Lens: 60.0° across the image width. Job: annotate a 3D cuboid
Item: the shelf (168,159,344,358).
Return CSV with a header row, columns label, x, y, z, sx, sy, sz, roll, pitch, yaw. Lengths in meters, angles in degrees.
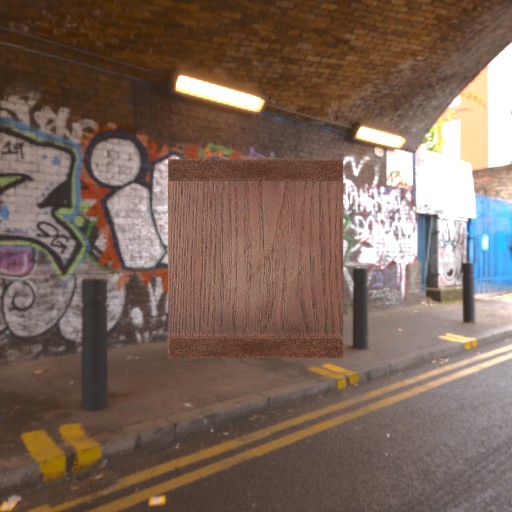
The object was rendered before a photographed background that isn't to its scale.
label,x,y,z,sx,sy,sz,roll,pitch,yaw
shelf,0.000,0.000,0.683,0.150,0.170,0.610,0,0,0
